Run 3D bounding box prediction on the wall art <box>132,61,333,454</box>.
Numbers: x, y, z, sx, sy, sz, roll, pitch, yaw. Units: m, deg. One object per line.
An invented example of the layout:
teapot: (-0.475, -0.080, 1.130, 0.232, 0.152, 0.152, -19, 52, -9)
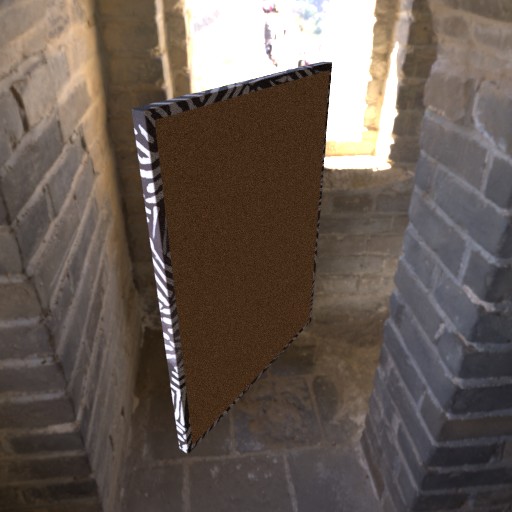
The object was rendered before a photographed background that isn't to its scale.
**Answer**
wall art: (0.000, 0.000, 1.355, 0.038, 1.017, 0.765, 20, 37, 29)
